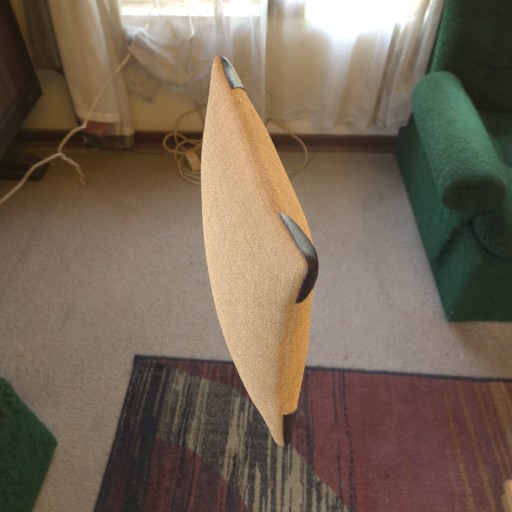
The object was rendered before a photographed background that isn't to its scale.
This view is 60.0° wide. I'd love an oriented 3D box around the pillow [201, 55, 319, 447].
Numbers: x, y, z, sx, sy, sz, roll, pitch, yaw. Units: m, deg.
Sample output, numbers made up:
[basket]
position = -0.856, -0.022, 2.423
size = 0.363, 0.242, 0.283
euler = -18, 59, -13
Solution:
[pillow]
position = 0.000, 0.000, 0.678
size = 0.147, 0.441, 0.440
euler = -11, 48, -10
